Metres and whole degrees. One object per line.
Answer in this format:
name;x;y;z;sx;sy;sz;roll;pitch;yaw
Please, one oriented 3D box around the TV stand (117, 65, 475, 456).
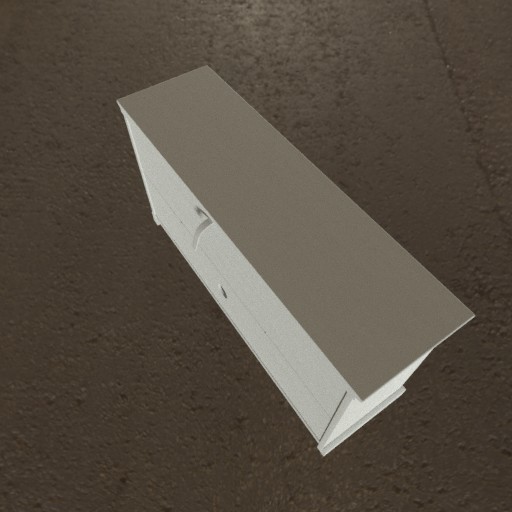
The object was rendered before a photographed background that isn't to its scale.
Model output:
TV stand;0.000;0.000;1.479;0.424;0.624;1.187;-30;61;-19
